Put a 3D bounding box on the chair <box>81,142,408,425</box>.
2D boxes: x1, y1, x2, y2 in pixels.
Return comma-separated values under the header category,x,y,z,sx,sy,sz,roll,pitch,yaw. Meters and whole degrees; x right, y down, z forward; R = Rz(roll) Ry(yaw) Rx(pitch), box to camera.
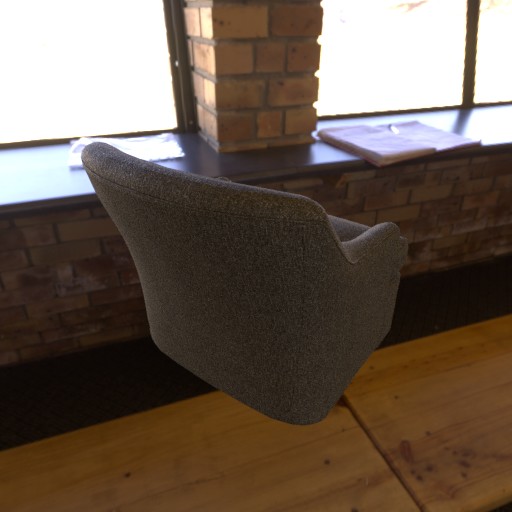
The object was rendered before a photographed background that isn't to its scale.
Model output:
category,x,y,z,sx,sy,sz,roll,pitch,yaw
chair,0.000,0.000,1.555,0.864,0.856,0.923,21,35,32
